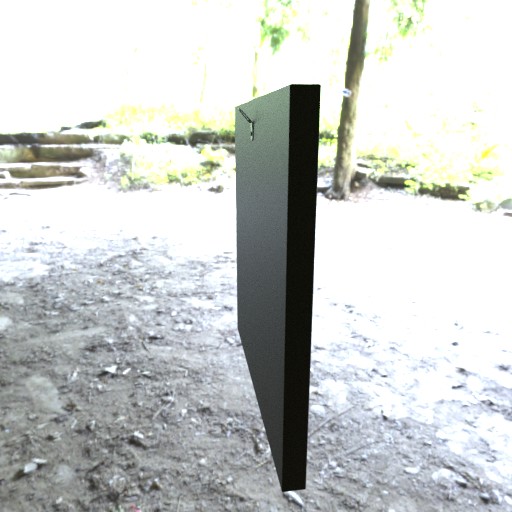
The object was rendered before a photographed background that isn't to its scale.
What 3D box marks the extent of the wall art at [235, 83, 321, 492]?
[{"bbox_3d":[0.000,0.000,0.522,0.038,0.349,0.349,-3,16,-9],"label":"wall art"}]
